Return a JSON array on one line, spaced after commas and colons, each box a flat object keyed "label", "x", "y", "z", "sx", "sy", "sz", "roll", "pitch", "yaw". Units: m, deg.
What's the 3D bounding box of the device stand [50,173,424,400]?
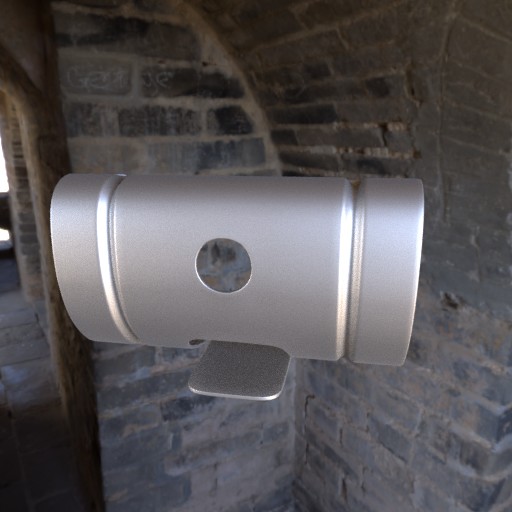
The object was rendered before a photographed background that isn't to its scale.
[{"label": "device stand", "x": 0.000, "y": 0.000, "z": 0.397, "sx": 0.256, "sy": 0.155, "sz": 0.236, "roll": 3, "pitch": 15, "yaw": 10}]
